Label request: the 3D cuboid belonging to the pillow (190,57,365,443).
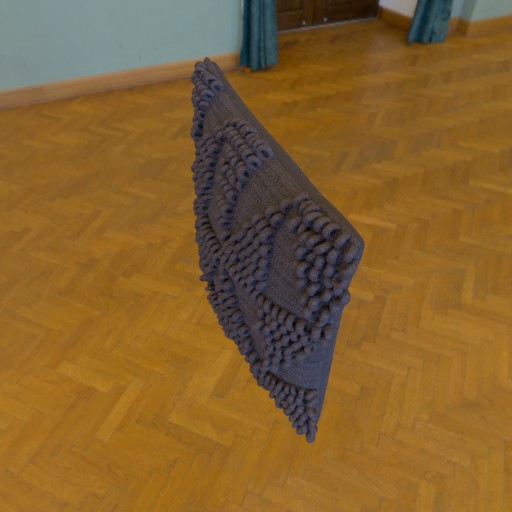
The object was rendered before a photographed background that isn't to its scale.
[{"bbox_3d":[0.000,0.000,0.716,0.172,0.467,0.470,-17,49,-16],"label":"pillow"}]
